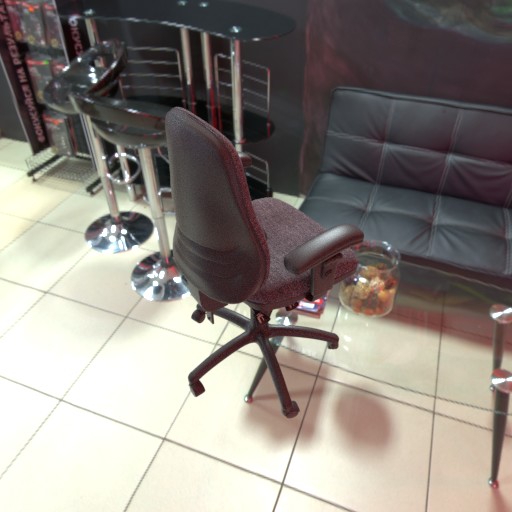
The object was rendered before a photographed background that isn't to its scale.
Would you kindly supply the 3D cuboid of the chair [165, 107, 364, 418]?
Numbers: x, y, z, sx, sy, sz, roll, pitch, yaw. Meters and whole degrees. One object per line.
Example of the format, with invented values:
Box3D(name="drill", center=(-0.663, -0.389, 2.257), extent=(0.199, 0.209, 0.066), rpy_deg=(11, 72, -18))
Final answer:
Box3D(name="chair", center=(0.000, 0.000, 1.272), extent=(0.530, 0.910, 0.550), rpy_deg=(-26, 47, -27))
